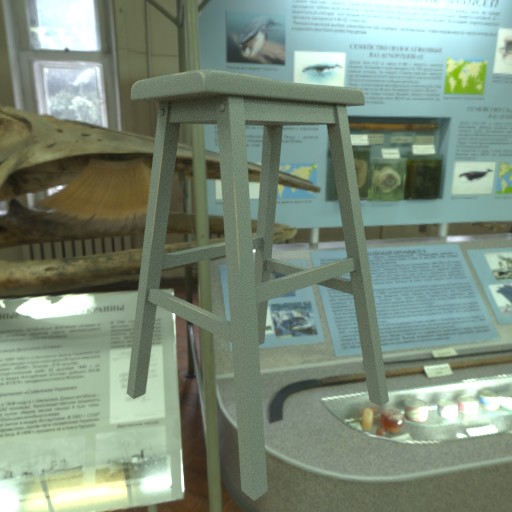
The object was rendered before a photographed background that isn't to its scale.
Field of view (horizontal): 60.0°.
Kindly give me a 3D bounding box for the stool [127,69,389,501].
[{"bbox_3d":[0.000,0.000,1.019,0.457,0.737,0.476,-14,20,-41],"label":"stool"}]
